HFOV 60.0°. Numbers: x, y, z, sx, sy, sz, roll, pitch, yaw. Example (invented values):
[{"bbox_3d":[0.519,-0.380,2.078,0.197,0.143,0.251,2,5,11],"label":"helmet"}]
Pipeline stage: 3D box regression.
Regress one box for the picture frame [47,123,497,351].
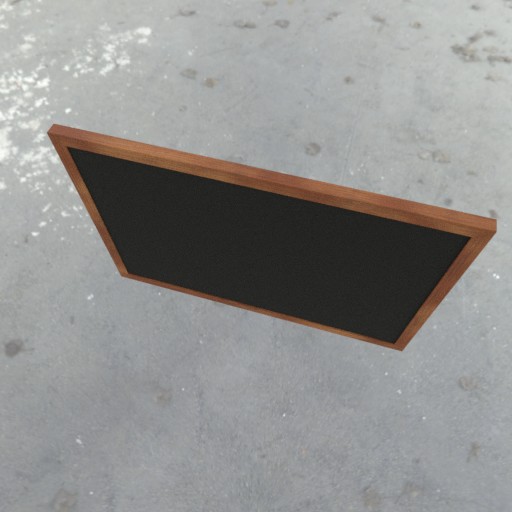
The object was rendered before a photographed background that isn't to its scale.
[{"bbox_3d":[0.000,0.000,1.180,0.950,0.640,0.029,14,59,9],"label":"picture frame"}]
